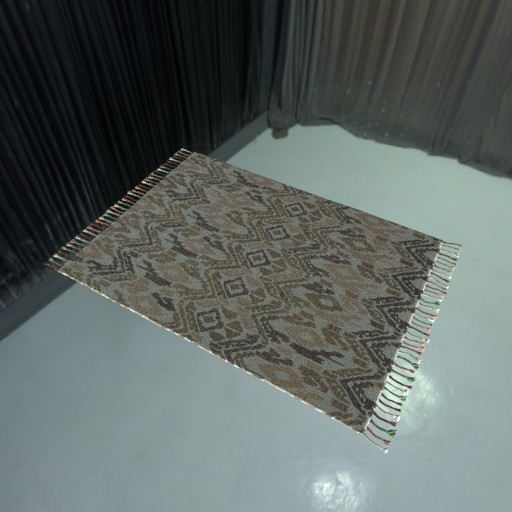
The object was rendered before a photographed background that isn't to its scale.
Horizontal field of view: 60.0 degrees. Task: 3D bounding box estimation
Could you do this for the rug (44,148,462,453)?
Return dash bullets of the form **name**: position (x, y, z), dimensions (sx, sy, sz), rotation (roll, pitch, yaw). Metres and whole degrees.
- **rug**: position (0.000, 0.000, 2.288), dimensions (1.829, 0.008, 1.219), rotation (23, 52, 20)
